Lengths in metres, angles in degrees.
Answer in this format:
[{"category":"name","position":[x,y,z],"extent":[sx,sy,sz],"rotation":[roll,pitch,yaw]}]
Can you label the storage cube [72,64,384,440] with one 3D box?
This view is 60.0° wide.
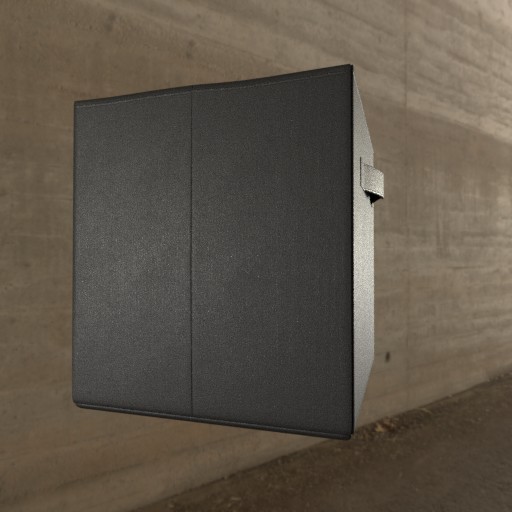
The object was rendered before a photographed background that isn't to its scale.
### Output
[{"category":"storage cube","position":[0.000,0.000,0.487],"extent":[0.270,0.280,0.270],"rotation":[0,-1,18]}]
